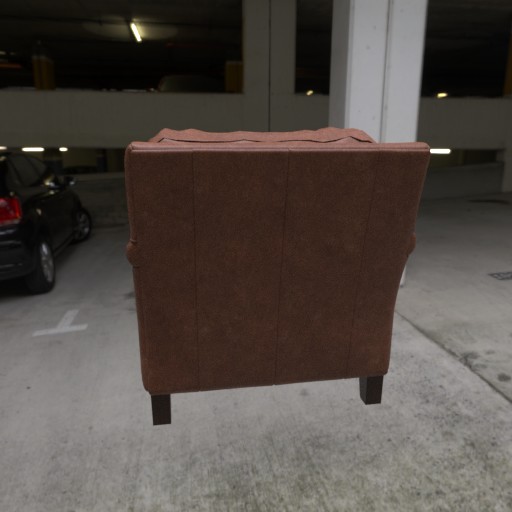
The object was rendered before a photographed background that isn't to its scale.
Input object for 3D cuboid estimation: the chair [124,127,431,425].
[{"bbox_3d":[0.000,0.000,1.902,0.986,1.055,1.158,-2,14,-9],"label":"chair"}]
